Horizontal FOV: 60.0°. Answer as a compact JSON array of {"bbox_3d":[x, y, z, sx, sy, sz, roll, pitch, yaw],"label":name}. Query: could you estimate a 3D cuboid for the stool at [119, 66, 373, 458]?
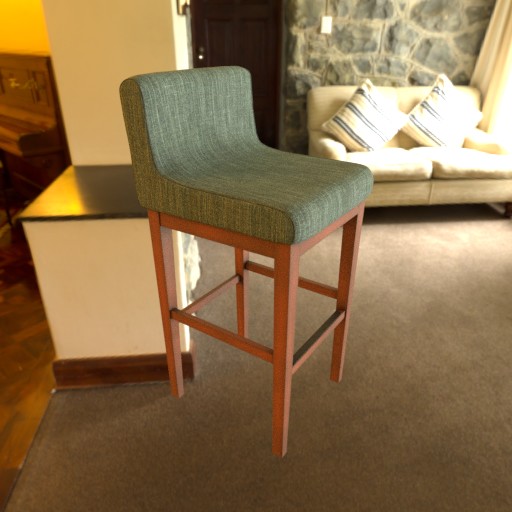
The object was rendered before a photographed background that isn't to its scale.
[{"bbox_3d":[0.000,0.000,1.256,0.499,0.965,0.426,17,32,31],"label":"stool"}]
